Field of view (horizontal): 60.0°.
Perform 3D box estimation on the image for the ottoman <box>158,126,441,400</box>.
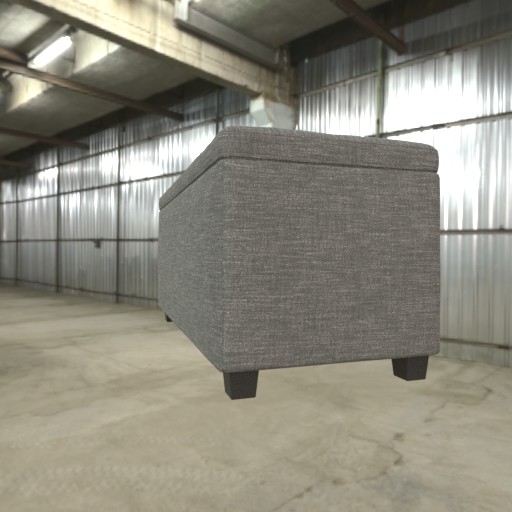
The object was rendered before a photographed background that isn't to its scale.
[{"bbox_3d":[0.000,0.000,1.126,0.419,0.432,0.902,0,0,-18],"label":"ottoman"}]
